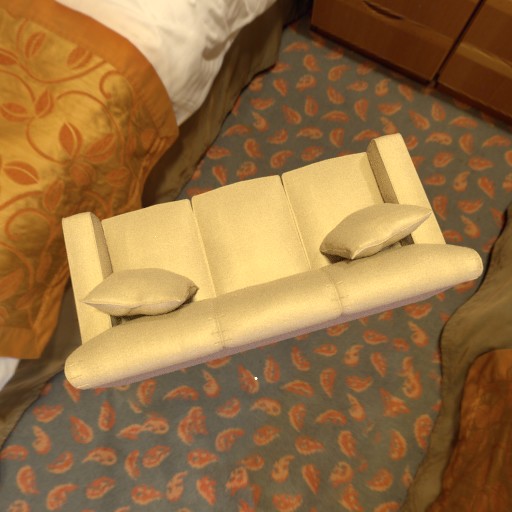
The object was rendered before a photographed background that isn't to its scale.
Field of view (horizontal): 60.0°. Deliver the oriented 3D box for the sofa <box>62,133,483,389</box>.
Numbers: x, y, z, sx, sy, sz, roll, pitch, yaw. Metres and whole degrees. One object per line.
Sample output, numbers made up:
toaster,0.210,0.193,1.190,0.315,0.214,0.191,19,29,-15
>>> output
sofa,0.000,0.000,2.567,2.024,0.958,0.997,-15,75,-4
